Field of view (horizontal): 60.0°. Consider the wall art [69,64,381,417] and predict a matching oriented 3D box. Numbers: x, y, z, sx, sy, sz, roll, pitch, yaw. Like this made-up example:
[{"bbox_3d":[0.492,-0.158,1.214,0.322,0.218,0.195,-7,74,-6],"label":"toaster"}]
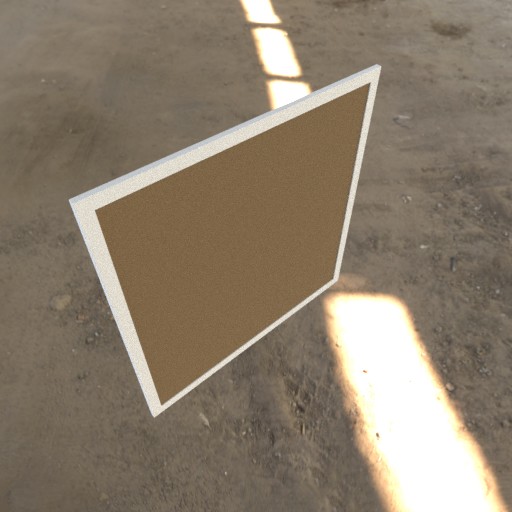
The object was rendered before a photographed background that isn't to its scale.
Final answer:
[{"bbox_3d":[0.000,0.000,1.209,0.812,0.812,0.015,-32,54,-27],"label":"wall art"}]
